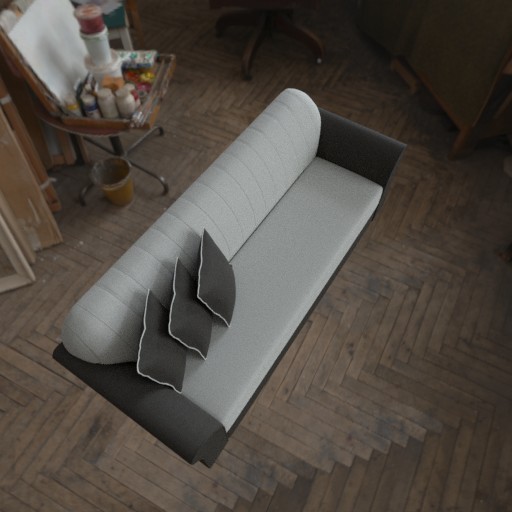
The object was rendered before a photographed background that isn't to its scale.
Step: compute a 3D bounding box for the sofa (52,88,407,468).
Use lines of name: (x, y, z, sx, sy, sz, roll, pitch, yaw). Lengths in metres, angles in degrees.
sofa: (0.000, 0.000, 2.371, 0.755, 0.787, 2.001, 30, 63, 17)
